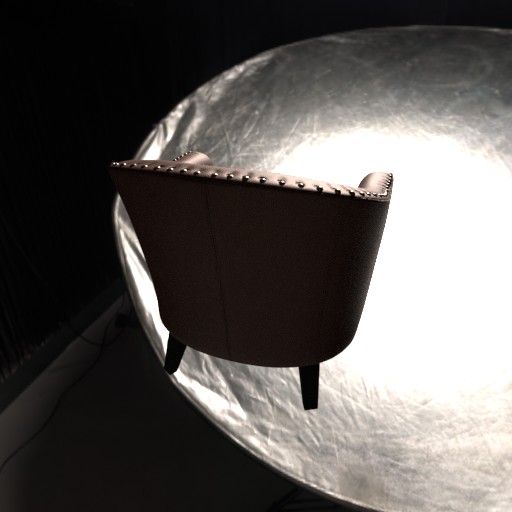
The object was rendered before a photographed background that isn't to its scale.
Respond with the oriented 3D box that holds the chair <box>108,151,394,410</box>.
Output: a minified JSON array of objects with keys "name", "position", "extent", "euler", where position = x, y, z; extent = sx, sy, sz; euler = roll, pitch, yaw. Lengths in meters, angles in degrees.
[{"name":"chair","position":[0.000,0.000,1.474],"extent":[0.794,0.823,0.748],"euler":[10,32,16]}]
